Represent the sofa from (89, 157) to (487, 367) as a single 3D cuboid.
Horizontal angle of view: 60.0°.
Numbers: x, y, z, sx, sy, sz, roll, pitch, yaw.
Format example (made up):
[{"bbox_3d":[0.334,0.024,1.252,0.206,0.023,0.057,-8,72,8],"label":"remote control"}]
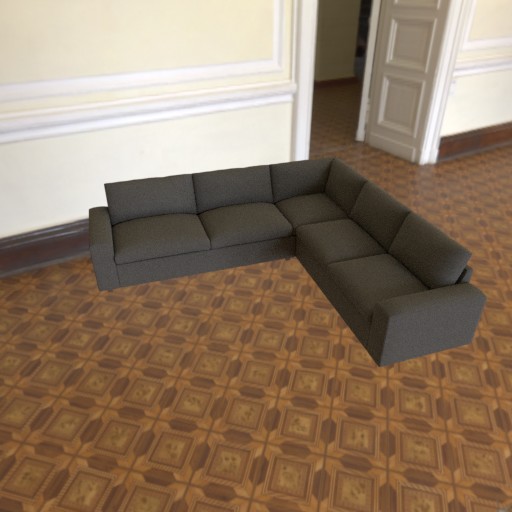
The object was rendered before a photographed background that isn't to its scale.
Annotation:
[{"bbox_3d":[0.000,0.000,4.629,3.277,0.965,2.895,-10,33,-15],"label":"sofa"}]
